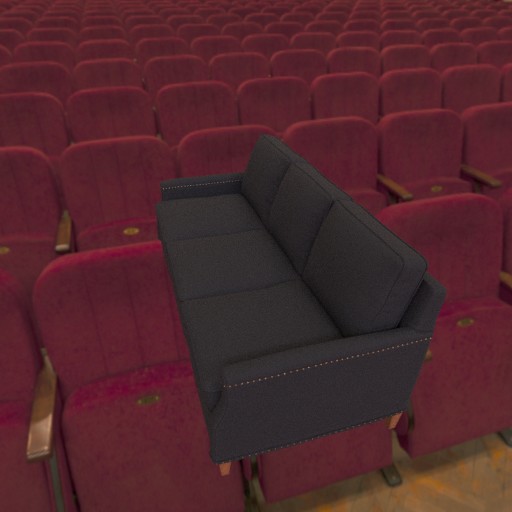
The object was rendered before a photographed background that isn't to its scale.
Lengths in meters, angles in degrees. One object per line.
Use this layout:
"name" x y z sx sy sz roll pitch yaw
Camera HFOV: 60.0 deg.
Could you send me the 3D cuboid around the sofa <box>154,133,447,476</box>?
"sofa" 0.000 0.000 2.822 1.084 1.003 2.246 -9 32 -14
